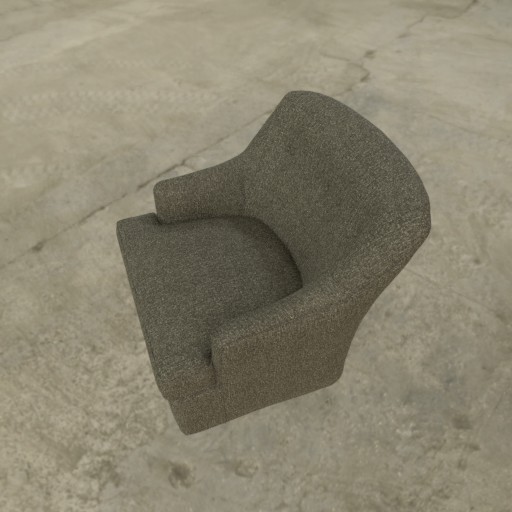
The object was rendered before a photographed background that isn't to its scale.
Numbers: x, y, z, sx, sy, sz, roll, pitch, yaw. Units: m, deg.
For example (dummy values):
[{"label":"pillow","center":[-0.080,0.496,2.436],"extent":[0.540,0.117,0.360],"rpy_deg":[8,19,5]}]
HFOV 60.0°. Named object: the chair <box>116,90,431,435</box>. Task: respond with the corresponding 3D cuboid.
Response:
[{"label":"chair","center":[0.000,0.000,1.635],"extent":[0.923,0.856,0.864],"rpy_deg":[-16,49,-15]}]
